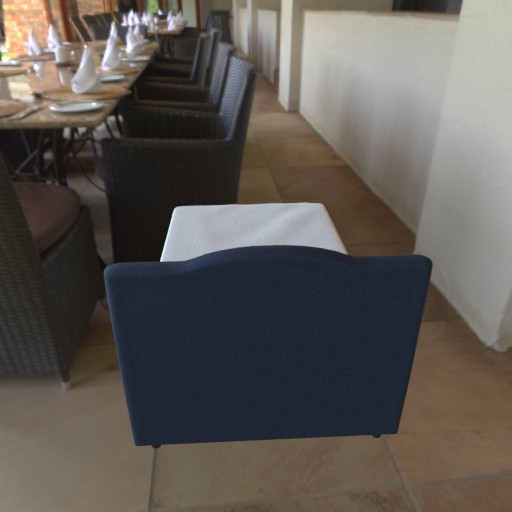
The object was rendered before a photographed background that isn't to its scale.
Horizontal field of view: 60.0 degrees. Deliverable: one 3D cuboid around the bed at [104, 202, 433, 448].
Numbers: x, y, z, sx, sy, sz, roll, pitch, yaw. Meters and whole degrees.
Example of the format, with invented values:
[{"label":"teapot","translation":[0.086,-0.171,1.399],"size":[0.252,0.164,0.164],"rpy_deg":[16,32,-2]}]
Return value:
[{"label":"bed","translation":[0.000,0.000,3.618],"size":[1.741,1.441,2.507],"rpy_deg":[-2,29,-3]}]
